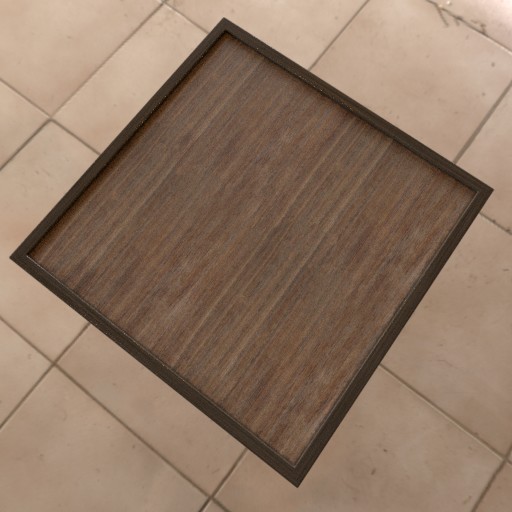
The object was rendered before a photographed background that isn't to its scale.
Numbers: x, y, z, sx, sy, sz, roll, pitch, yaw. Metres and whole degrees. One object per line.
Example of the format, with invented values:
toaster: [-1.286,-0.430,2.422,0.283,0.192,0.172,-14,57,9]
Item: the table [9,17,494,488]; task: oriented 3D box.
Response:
table: [0.000,0.000,1.024,0.611,0.507,0.609,36,79,8]
